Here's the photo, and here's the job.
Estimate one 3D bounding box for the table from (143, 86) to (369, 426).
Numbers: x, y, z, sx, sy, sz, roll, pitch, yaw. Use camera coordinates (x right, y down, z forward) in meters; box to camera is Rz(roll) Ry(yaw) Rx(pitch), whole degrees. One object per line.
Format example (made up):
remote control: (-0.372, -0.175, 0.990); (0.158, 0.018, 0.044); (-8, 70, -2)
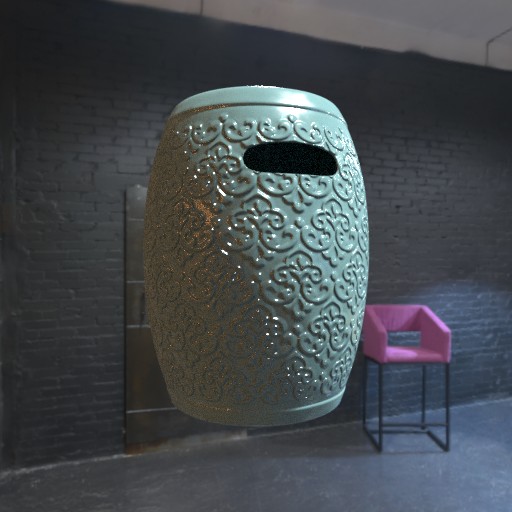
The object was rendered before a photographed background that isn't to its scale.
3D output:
table: (0.000, 0.000, 0.626); (0.309, 0.397, 0.309); (0, 0, 0)
